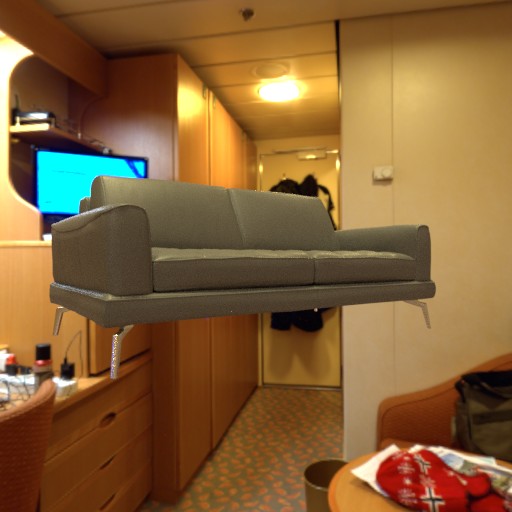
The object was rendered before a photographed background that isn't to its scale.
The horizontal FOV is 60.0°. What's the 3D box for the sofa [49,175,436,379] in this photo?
[{"bbox_3d":[0.000,0.000,2.711,2.177,0.930,1.121,0,0,-35],"label":"sofa"}]
